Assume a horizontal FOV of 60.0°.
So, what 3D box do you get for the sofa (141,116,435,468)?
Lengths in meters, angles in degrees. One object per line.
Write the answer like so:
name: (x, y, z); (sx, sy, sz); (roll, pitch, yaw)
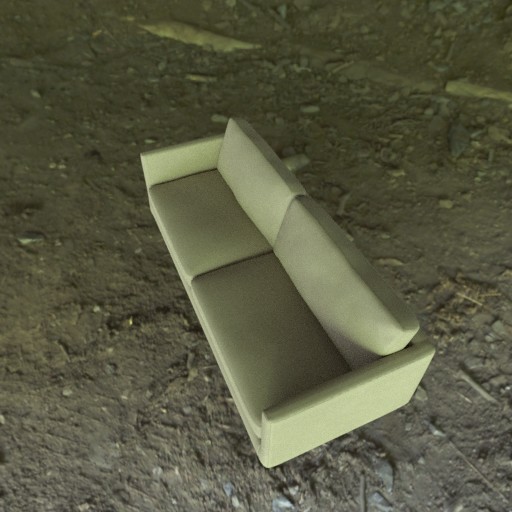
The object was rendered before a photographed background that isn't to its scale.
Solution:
sofa: (0.000, 0.000, 3.020); (0.988, 0.912, 2.404); (-18, 48, -16)
